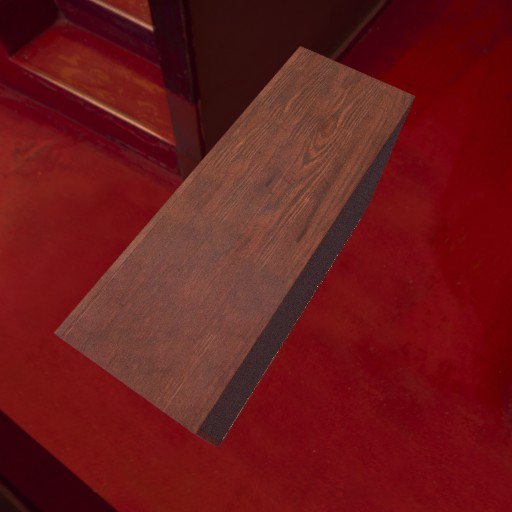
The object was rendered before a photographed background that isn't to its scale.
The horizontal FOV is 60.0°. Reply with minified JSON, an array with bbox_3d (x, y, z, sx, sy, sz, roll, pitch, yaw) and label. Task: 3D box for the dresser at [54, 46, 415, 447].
[{"bbox_3d":[0.000,0.000,2.203,0.623,1.061,1.646,30,68,14],"label":"dresser"}]
